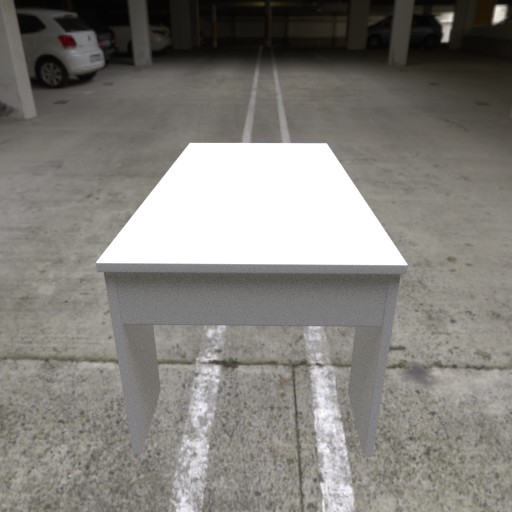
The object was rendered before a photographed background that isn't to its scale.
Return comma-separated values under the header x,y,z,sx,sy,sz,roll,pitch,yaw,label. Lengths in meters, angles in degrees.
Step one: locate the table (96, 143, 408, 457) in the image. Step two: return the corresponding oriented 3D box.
x,y,z,sx,sy,sz,roll,pitch,yaw,label
0.000,0.000,1.254,0.500,0.440,1.000,0,25,1,table
